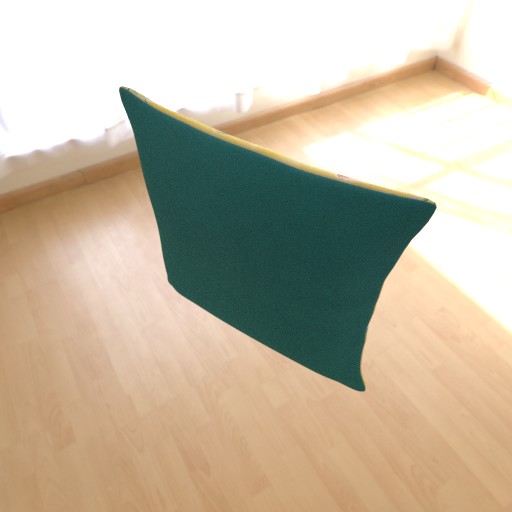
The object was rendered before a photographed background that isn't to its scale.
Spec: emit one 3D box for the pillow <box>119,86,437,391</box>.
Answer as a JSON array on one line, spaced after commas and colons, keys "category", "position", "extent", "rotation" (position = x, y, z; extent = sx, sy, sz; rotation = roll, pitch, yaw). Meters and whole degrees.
[{"category": "pillow", "position": [0.000, 0.000, 0.809], "extent": [0.525, 0.508, 0.166], "rotation": [26, 53, 22]}]
